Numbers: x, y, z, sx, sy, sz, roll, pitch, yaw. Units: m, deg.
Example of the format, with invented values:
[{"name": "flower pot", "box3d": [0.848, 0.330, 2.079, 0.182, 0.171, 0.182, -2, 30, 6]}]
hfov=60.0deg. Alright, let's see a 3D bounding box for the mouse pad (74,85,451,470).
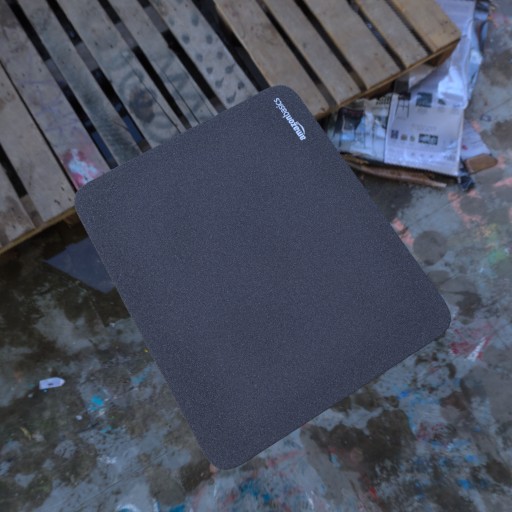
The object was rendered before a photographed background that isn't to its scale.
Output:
[{"name": "mouse pad", "box3d": [0.000, 0.000, 0.348, 0.211, 0.002, 0.249, -30, 77, -8]}]
